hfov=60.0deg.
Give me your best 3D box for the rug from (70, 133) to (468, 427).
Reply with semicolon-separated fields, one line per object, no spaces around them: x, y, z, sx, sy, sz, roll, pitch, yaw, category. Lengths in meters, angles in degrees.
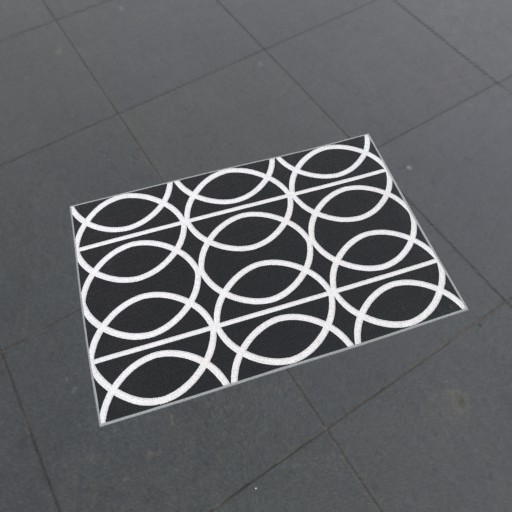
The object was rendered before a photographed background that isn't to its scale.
0.000;0.000;2.922;2.290;0.014;1.526;-15;63;-8;rug
